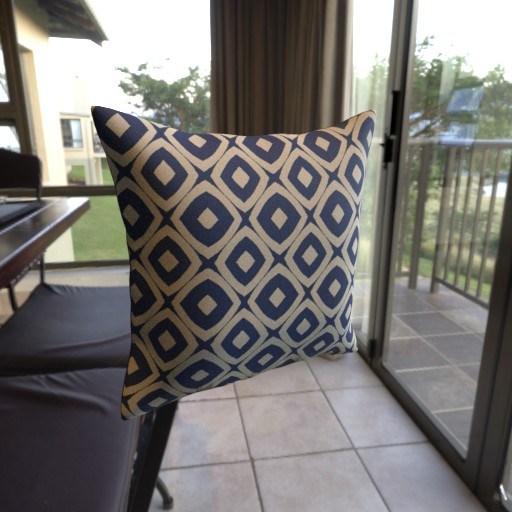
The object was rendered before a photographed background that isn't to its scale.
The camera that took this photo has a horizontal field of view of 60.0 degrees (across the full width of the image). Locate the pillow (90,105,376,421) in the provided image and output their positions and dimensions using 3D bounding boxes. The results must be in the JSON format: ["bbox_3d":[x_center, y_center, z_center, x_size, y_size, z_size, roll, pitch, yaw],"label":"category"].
[{"bbox_3d":[0.000,0.000,0.776,0.504,0.494,0.188,-9,18,-27],"label":"pillow"}]
